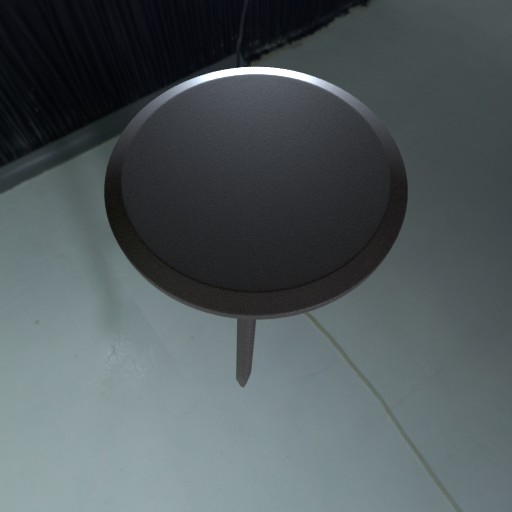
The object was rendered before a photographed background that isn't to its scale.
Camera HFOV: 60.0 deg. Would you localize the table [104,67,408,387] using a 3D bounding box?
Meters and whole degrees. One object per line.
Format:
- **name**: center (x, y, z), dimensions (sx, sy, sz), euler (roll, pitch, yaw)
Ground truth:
- **table**: center (0.000, 0.000, 0.927), dimensions (0.457, 0.585, 0.457), euler (0, 63, 0)
